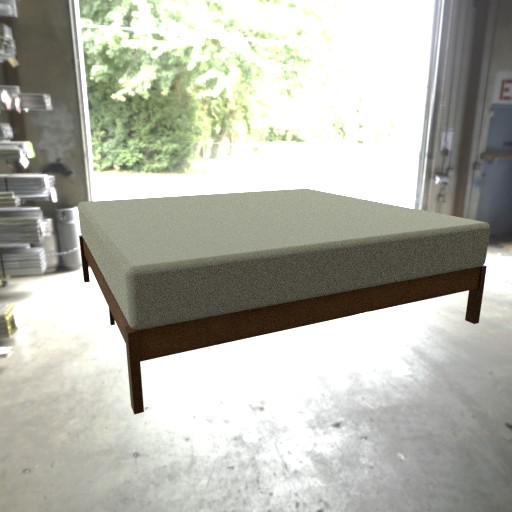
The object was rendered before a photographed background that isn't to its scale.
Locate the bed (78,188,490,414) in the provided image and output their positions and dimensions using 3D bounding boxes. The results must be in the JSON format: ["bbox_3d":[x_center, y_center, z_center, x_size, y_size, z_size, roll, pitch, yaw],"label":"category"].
[{"bbox_3d":[0.000,0.000,2.984,2.049,0.616,1.930,-7,17,-25],"label":"bed"}]
